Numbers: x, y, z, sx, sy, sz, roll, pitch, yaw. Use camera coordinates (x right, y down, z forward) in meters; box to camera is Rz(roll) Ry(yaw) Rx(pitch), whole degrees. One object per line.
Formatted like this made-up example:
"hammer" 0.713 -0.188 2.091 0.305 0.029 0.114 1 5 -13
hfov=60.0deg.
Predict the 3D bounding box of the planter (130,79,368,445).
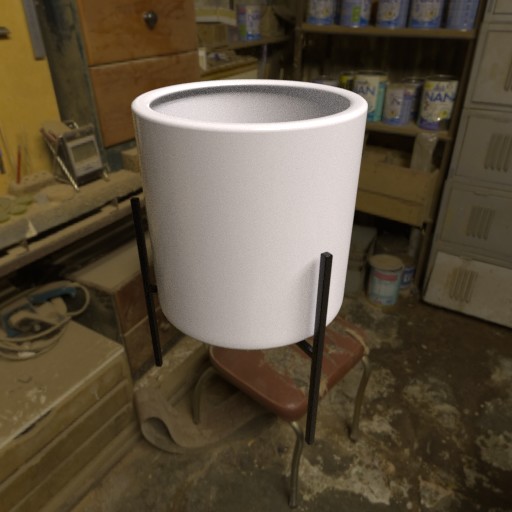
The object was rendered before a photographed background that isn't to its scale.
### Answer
"planter" 0.000 0.000 0.514 0.239 0.356 0.239 19 35 29
